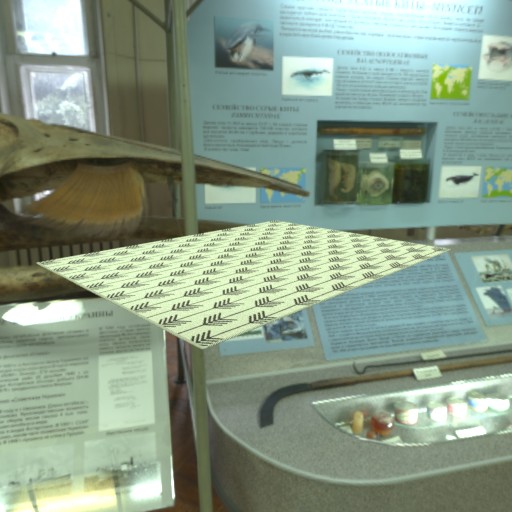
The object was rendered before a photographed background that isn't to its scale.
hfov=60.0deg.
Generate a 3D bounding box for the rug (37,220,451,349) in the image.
[{"bbox_3d":[0.000,0.000,4.082,3.061,0.010,2.330,-14,20,-43],"label":"rug"}]
